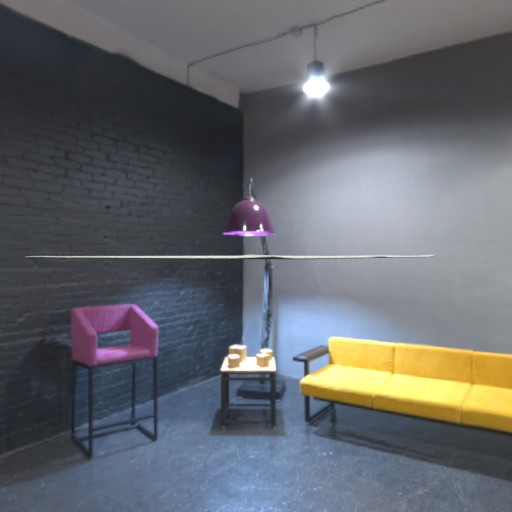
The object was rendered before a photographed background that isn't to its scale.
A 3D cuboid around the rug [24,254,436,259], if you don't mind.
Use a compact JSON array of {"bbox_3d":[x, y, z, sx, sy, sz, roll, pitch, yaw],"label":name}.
[{"bbox_3d":[0.000,0.000,3.942,2.343,0.026,2.925,0,0,36],"label":"rug"}]
